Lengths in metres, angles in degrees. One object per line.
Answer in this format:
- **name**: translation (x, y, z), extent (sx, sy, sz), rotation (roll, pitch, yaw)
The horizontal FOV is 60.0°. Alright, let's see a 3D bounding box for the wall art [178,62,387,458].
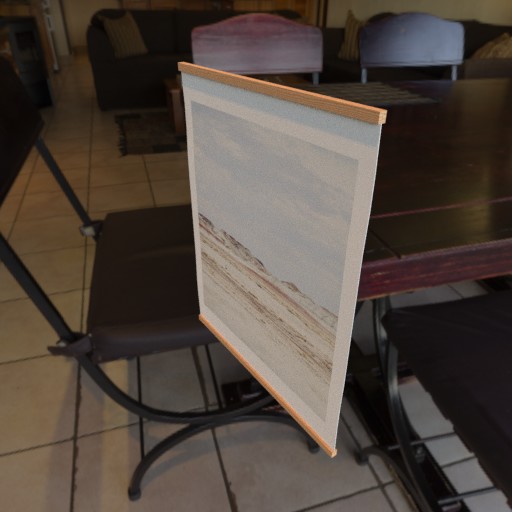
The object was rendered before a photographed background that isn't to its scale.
- **wall art**: translation (0.000, 0.000, 0.679), extent (0.010, 0.507, 0.404), rotation (-20, 36, -30)
